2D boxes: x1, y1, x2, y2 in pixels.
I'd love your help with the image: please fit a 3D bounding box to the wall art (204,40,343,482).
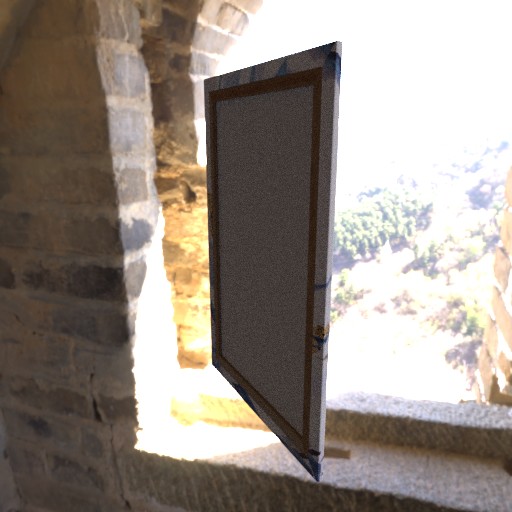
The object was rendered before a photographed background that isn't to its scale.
[{"bbox_3d":[0.000,0.000,1.140,0.016,0.914,0.610,-8,17,-27],"label":"wall art"}]
